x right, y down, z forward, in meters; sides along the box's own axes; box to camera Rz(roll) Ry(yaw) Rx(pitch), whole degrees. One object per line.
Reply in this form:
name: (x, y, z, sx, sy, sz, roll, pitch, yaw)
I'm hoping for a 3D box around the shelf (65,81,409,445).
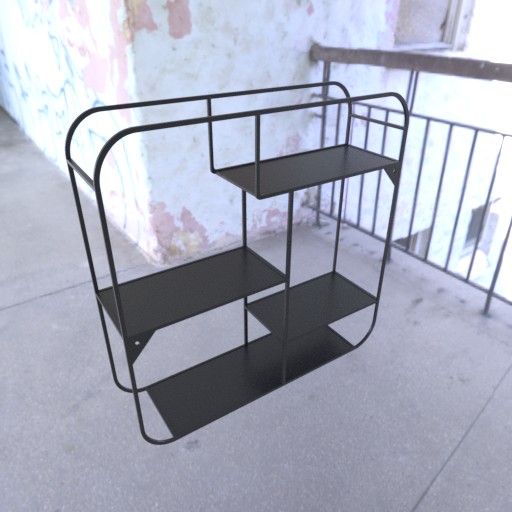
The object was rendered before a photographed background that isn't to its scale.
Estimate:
shelf: (0.000, 0.000, 0.884, 0.600, 0.600, 0.160, -18, 34, -29)
